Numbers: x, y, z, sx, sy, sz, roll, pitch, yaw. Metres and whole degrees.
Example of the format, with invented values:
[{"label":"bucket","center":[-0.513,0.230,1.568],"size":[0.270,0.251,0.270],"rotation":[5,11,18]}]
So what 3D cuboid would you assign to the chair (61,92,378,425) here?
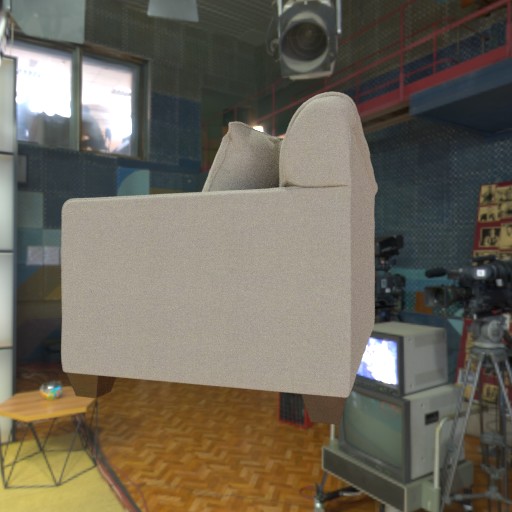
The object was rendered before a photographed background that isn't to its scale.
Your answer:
[{"label":"chair","center":[0.000,0.000,1.973],"size":[1.000,0.948,1.383],"rotation":[0,-1,18]}]
